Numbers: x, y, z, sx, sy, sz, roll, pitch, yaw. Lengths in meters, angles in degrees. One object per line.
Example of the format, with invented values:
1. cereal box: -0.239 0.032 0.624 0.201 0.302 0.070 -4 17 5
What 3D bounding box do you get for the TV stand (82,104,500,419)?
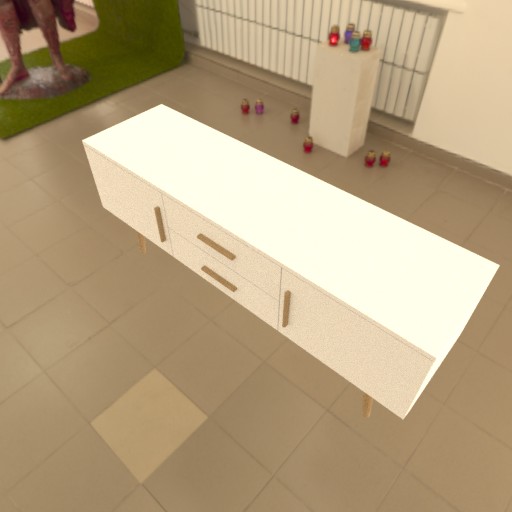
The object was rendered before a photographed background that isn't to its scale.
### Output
1. TV stand: 0.000 0.000 1.613 1.398 0.560 0.401 32 53 28
